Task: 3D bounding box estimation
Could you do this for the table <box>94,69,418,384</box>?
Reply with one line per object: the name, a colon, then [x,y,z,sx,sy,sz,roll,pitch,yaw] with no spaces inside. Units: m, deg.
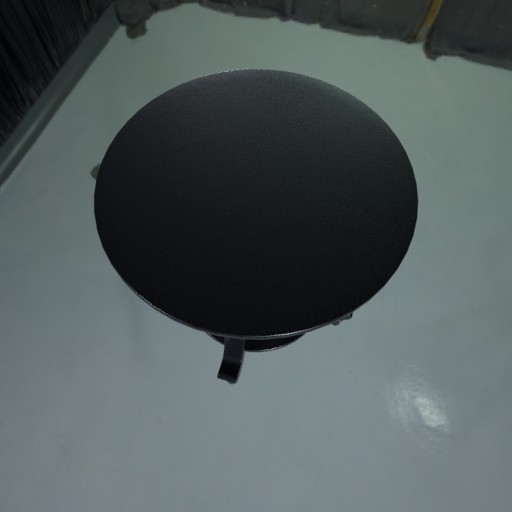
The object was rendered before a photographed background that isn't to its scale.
table: [0.000,0.000,1.099,0.597,0.618,0.597,0,63,0]
